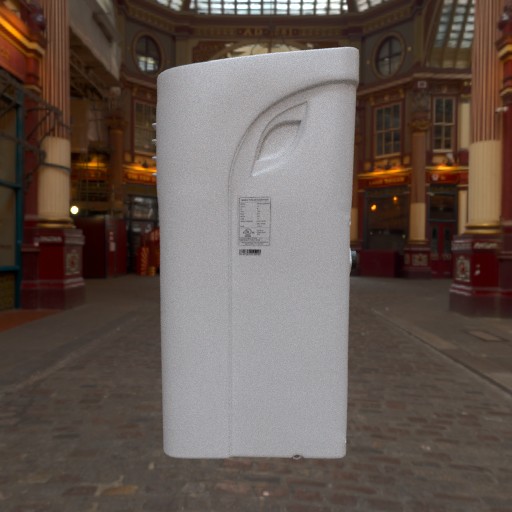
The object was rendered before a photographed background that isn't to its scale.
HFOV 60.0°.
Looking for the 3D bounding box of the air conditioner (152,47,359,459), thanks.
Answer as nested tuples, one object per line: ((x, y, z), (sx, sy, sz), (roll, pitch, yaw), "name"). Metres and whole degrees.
((0.000, 0.000, 0.906), (0.369, 0.716, 0.352), (0, 1, 0), "air conditioner")
